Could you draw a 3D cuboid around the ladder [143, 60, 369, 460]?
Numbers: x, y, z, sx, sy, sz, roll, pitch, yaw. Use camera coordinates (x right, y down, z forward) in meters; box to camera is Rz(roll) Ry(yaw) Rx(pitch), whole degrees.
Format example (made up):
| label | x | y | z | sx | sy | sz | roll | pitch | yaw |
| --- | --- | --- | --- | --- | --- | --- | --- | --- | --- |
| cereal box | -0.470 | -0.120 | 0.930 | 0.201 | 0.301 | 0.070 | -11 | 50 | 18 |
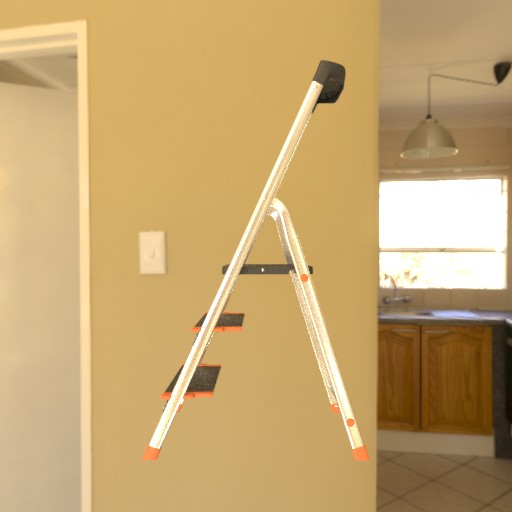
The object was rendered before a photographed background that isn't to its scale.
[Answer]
| label | x | y | z | sx | sy | sz | roll | pitch | yaw |
| --- | --- | --- | --- | --- | --- | --- | --- | --- | --- |
| ladder | 0.000 | 0.000 | 1.536 | 0.686 | 1.229 | 0.416 | 0 | 1 | 0 |
